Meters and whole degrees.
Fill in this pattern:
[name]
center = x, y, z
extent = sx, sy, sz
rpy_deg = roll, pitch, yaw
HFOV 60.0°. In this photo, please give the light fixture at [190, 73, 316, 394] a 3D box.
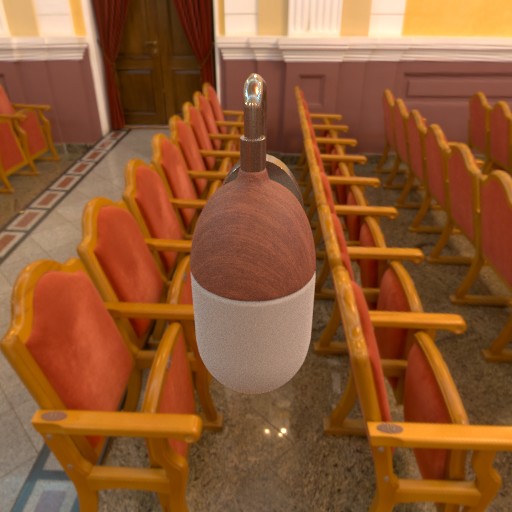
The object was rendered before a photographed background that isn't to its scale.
[light fixture]
center = 0.000, 0.000, 0.436
extent = 0.108, 0.343, 0.216
rpy_deg = 1, 30, 2
